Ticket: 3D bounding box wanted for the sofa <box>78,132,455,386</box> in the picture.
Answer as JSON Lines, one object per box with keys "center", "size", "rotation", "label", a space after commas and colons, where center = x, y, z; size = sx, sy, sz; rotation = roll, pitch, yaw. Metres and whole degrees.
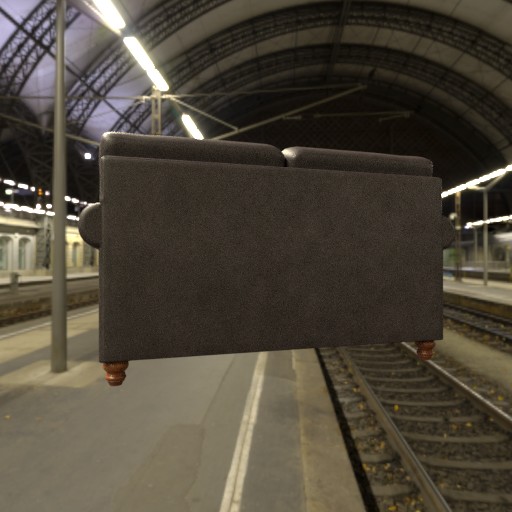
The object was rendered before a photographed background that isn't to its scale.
{"center": [0.000, 0.000, 2.316], "size": [1.663, 0.979, 1.030], "rotation": [0, 0, -18], "label": "sofa"}
